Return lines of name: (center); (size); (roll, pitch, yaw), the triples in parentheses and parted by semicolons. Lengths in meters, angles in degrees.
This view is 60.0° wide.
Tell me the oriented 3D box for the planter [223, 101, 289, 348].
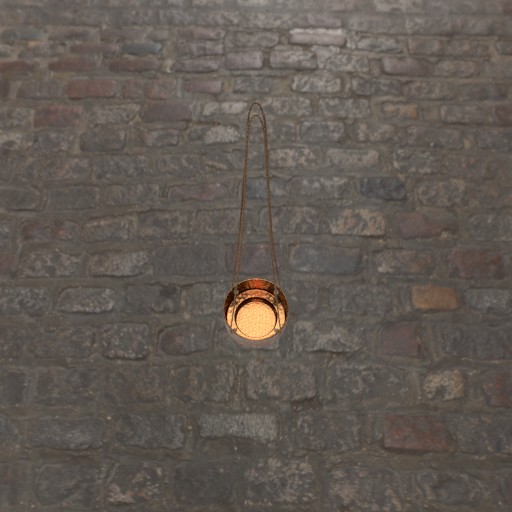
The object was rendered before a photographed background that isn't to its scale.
planter: (0.000, 0.000, 1.139); (0.223, 1.030, 0.223); (1, 63, 0)
